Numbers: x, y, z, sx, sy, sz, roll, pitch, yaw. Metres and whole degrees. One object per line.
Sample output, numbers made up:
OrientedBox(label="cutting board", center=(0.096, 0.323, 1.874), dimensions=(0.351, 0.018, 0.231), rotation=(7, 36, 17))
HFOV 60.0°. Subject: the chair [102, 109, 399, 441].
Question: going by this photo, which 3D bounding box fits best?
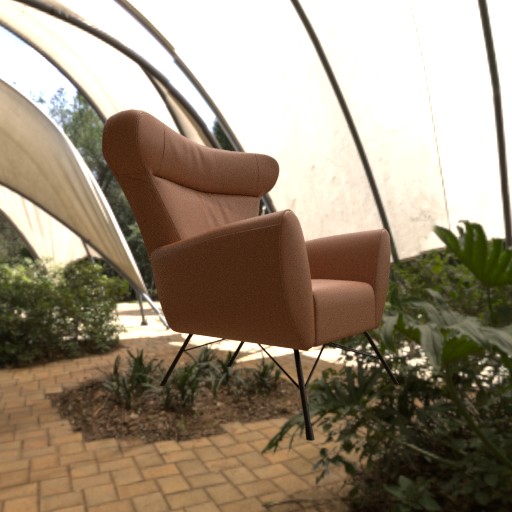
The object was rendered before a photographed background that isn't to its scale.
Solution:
OrientedBox(label="chair", center=(0.000, 0.000, 1.787), dimensions=(0.900, 1.050, 0.980), rotation=(-1, -2, 36))
